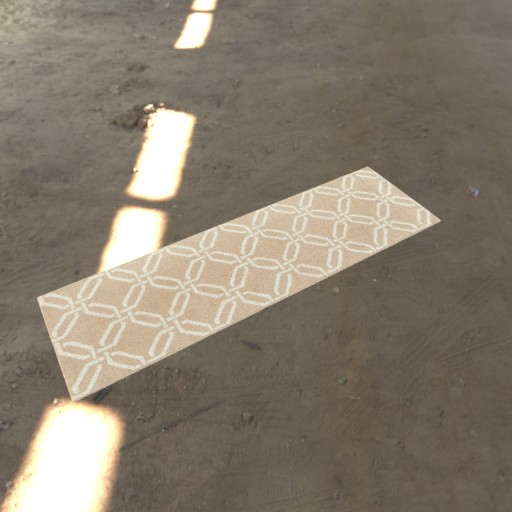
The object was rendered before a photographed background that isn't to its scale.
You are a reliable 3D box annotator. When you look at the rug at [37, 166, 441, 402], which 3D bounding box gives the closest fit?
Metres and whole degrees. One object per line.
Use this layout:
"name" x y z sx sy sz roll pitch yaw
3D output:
"rug" 0.000 0.000 2.533 2.276 0.014 0.678 -24 50 -21
